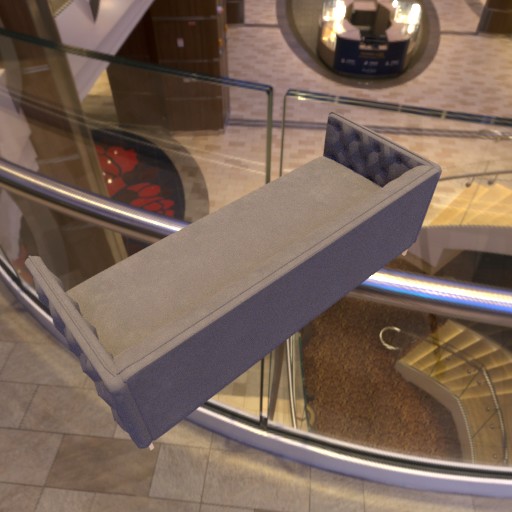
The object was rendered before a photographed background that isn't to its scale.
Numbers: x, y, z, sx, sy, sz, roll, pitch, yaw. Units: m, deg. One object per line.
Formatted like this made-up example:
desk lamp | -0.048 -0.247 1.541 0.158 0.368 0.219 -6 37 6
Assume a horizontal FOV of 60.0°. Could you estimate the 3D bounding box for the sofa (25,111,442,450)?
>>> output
sofa | 0.000 0.000 2.609 2.209 0.771 0.895 -32 54 -27
